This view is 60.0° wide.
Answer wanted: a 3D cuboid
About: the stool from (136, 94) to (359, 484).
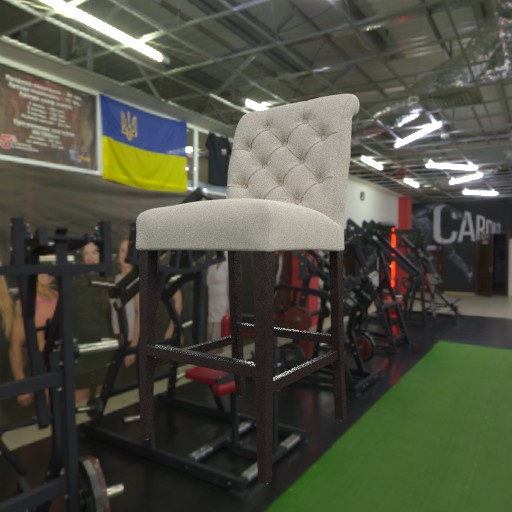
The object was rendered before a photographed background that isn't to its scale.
[{"bbox_3d":[0.000,0.000,1.447,0.482,1.118,0.610,1,2,35],"label":"stool"}]
